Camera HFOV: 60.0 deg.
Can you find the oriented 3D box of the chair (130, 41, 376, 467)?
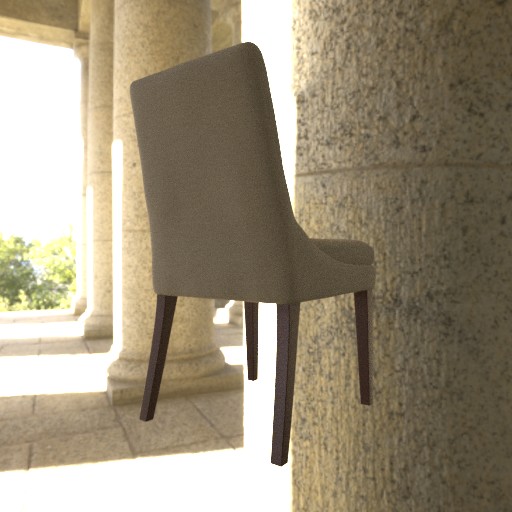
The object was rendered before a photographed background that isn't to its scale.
[{"bbox_3d":[0.000,0.000,1.305,0.515,0.940,0.638,0,0,36],"label":"chair"}]
